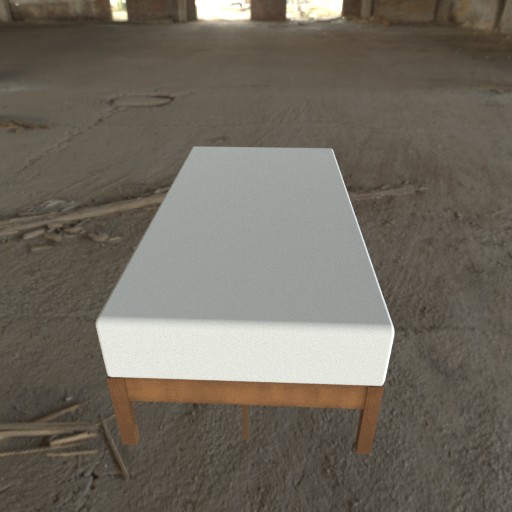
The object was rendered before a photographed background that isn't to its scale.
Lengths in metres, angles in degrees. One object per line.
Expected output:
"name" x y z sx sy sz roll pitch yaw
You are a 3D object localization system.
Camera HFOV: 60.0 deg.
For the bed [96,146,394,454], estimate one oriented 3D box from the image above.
"bed" 0.000 0.000 2.363 0.961 0.616 1.902 1 31 2
